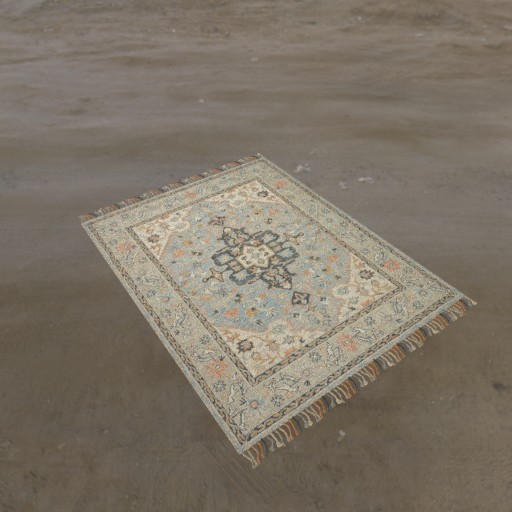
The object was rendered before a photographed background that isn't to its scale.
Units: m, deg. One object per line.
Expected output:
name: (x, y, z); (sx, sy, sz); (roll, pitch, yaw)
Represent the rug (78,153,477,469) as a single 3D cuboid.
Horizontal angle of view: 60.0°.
rug: (0.000, 0.000, 2.280); (1.278, 0.009, 1.730); (-26, 48, -26)
